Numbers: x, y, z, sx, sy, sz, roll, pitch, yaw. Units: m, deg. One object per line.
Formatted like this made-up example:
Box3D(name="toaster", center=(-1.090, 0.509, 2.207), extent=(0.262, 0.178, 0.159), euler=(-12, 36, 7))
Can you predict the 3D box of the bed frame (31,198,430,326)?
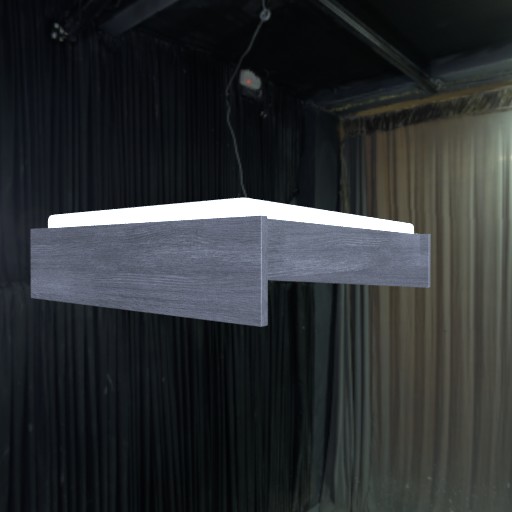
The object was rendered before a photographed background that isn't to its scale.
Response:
Box3D(name="bed frame", center=(0.000, 0.000, 2.658), extent=(1.490, 0.432, 1.950), euler=(0, 1, 37))
